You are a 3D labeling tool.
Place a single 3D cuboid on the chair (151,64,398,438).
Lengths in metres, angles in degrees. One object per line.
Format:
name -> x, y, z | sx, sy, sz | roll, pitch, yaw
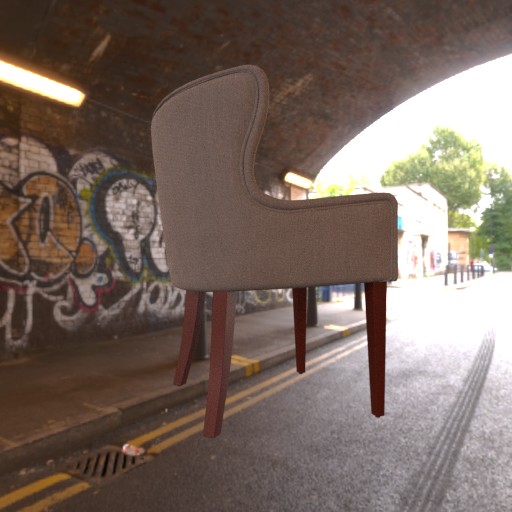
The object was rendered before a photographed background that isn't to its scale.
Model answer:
chair -> 0.000, 0.000, 1.469 | 0.677, 0.948, 0.732 | 0, -1, -19
